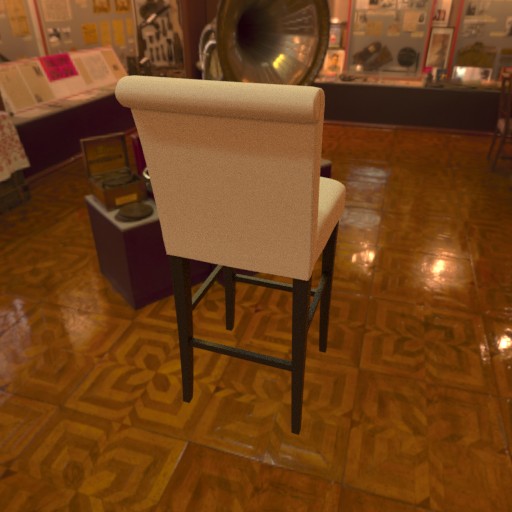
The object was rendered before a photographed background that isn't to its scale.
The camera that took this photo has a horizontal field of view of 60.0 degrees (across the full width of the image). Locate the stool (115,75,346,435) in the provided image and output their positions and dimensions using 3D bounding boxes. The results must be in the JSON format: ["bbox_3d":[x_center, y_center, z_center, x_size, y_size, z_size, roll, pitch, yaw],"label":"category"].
[{"bbox_3d":[0.000,0.000,1.409,0.452,1.124,0.597,10,32,16],"label":"stool"}]
